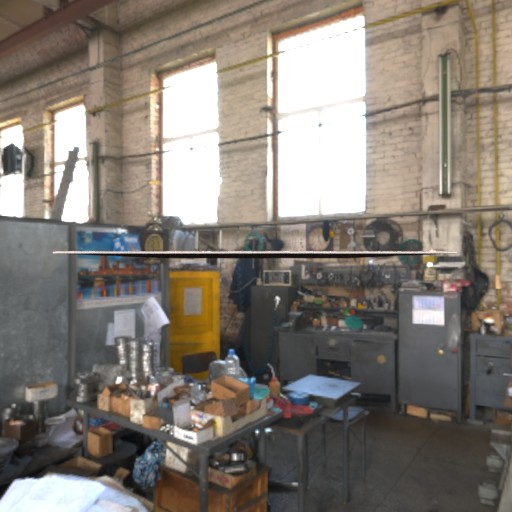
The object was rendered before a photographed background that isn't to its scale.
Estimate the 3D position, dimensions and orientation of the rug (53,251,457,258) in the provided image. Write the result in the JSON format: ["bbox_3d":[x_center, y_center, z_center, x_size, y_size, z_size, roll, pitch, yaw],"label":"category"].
[{"bbox_3d":[0.000,0.000,4.340,2.449,0.019,3.357,0,-1,0],"label":"rug"}]
